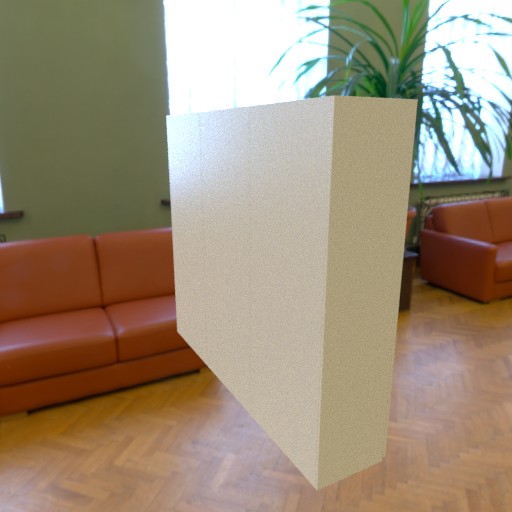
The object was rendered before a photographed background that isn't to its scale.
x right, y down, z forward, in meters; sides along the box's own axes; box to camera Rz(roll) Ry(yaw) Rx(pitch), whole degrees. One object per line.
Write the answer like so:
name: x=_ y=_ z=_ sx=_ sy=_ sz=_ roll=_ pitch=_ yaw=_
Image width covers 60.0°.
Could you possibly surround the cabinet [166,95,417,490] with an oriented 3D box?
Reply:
cabinet: x=0.000 y=0.000 z=3.784 sx=0.590 sy=2.370 sz=2.700 roll=-8 pitch=17 yaw=-28
